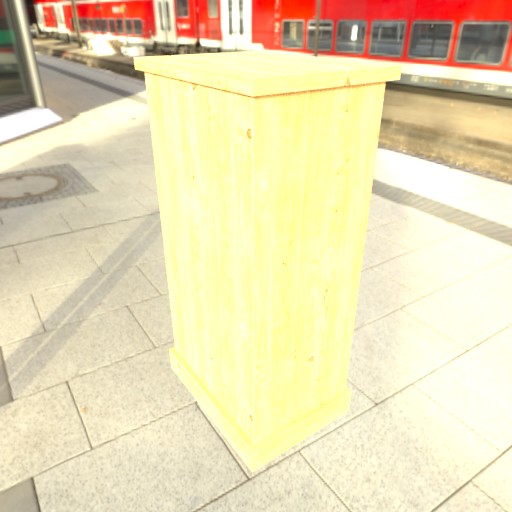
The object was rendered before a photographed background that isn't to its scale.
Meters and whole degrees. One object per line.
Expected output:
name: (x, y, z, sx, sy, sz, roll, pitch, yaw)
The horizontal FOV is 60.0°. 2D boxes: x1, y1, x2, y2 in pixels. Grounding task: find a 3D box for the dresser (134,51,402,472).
dresser: (0.000, 0.000, 1.289, 0.390, 1.041, 0.531, -19, 34, -30)
